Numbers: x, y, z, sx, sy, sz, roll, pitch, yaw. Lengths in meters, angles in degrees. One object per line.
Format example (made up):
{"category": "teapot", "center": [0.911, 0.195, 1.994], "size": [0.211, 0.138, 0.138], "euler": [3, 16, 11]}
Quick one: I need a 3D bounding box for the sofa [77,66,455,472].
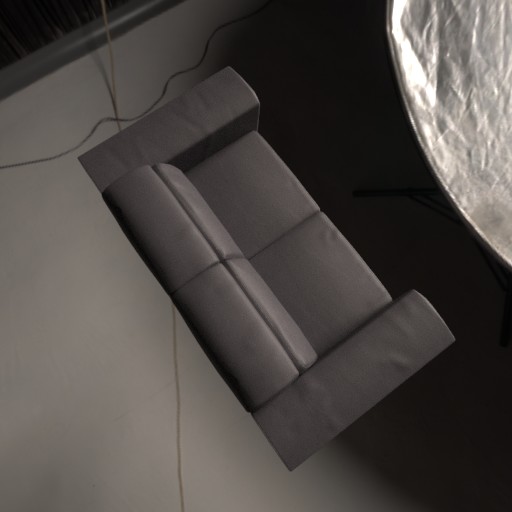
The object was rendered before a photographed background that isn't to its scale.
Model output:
{"category": "sofa", "center": [0.000, 0.000, 2.425], "size": [1.003, 0.779, 1.895], "euler": [-35, 77, -9]}
